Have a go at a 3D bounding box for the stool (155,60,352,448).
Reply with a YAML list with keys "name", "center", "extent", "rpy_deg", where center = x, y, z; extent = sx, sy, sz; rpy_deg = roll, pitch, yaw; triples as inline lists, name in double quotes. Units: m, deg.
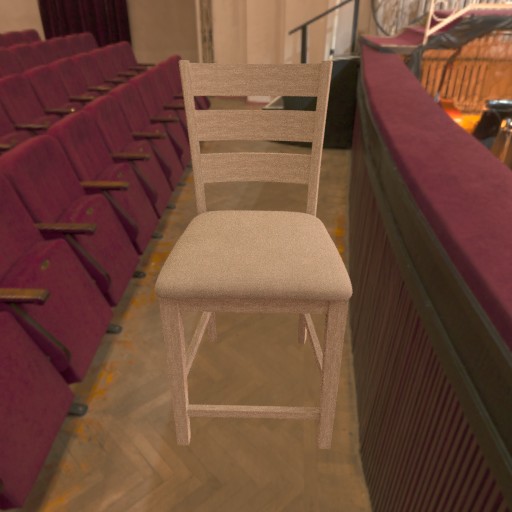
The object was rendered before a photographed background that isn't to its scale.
- name: "stool"
  center: [0.000, 0.000, 1.326]
  extent: [0.484, 1.032, 0.569]
  rpy_deg: [1, 30, 1]
